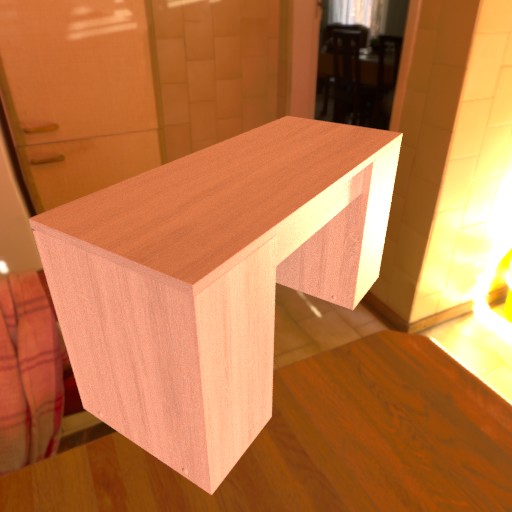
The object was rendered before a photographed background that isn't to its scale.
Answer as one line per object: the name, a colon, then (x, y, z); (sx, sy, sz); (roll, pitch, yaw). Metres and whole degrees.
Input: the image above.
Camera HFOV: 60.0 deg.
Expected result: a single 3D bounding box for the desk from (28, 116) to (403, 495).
desk: (0.000, 0.000, 1.740); (0.600, 0.740, 1.390); (19, 35, 28)
